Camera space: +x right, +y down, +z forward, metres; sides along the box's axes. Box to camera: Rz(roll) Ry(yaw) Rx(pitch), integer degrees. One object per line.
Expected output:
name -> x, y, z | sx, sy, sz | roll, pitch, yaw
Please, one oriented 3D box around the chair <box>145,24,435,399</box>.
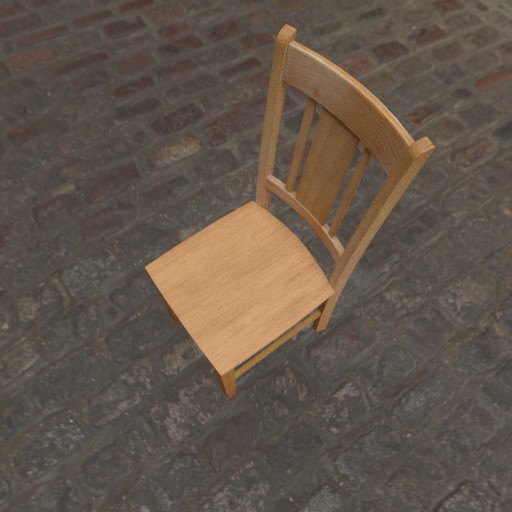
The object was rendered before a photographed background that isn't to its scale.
chair -> 0.000, 0.000, 1.289 | 0.556, 0.998, 0.450 | -34, 67, -16
